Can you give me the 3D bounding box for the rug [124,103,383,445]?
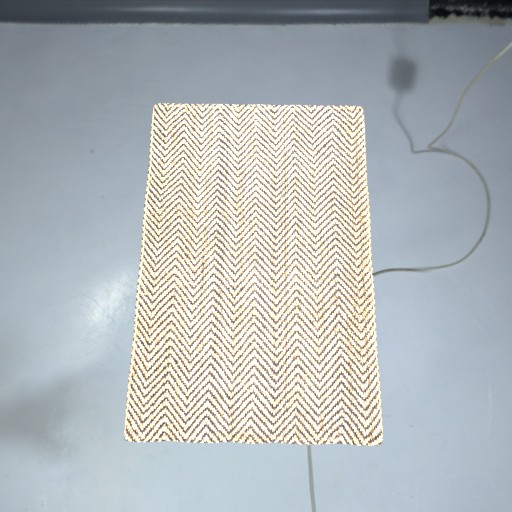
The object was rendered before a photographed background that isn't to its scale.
[{"bbox_3d":[0.000,0.000,2.326,1.219,0.008,1.828,1,74,0],"label":"rug"}]
